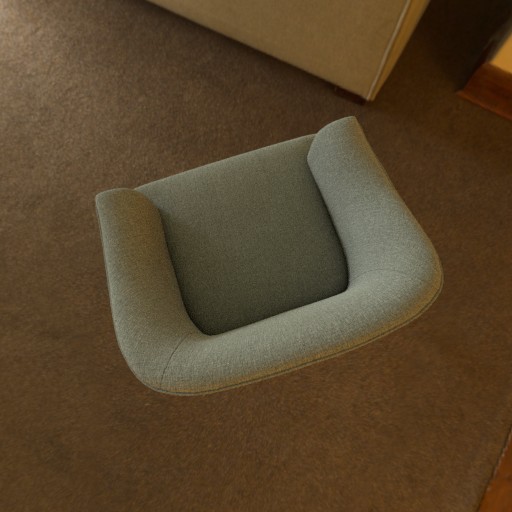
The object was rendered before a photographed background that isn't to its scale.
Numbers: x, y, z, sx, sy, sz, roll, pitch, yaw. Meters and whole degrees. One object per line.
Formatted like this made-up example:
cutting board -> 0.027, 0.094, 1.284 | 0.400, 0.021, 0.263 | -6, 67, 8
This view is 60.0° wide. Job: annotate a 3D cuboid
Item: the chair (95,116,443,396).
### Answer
chair -> 0.000, 0.000, 1.380 | 0.798, 0.815, 0.704 | -18, 76, -5
